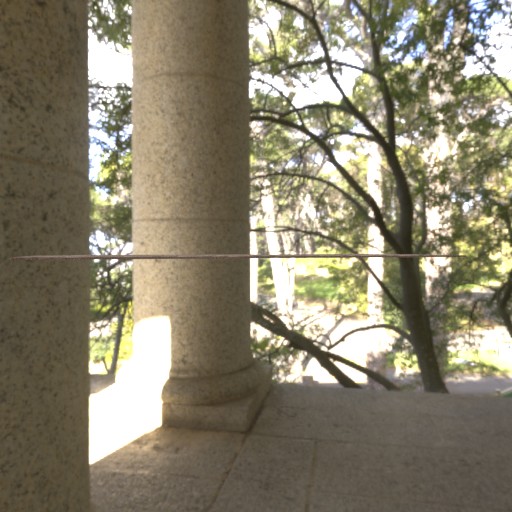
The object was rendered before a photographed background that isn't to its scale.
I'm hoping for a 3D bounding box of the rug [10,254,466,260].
[{"bbox_3d":[0.000,0.000,2.593,2.437,0.013,0.685,0,1,-19],"label":"rug"}]
